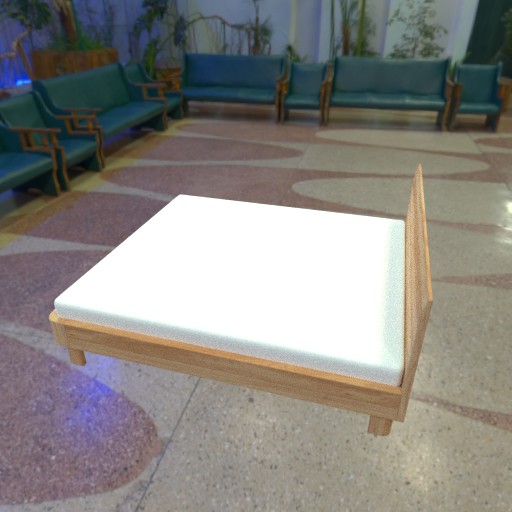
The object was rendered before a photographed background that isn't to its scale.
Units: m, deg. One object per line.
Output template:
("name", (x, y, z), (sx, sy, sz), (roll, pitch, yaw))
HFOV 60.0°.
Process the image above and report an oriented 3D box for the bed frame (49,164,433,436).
("bed frame", (0.000, 0.000, 3.113), (2.092, 0.940, 1.872), (8, 31, 14))
